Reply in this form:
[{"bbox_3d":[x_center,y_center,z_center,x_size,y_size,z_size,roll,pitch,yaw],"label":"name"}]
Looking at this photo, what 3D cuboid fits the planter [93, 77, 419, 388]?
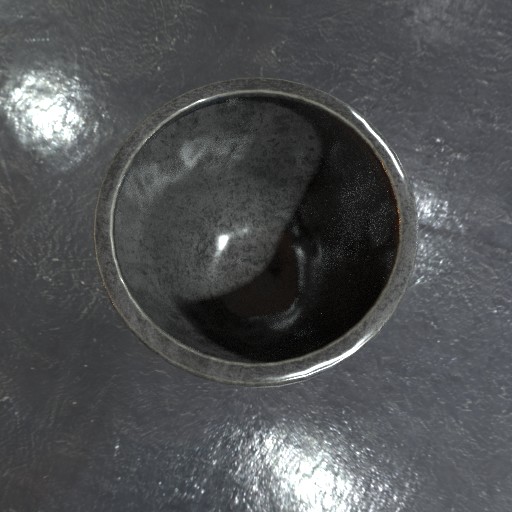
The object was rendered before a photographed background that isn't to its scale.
[{"bbox_3d":[0.000,0.000,0.249,0.140,0.129,0.140,0,75,0],"label":"planter"}]
